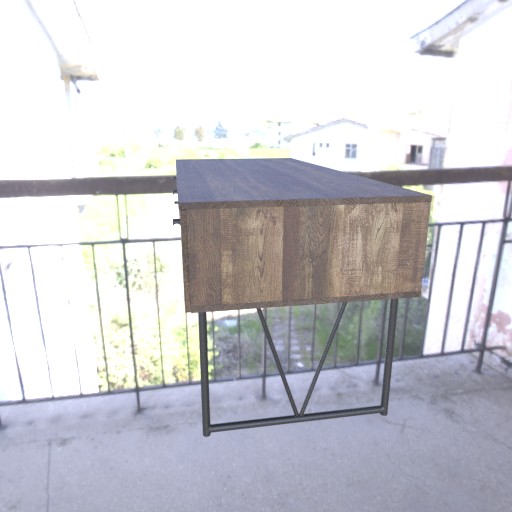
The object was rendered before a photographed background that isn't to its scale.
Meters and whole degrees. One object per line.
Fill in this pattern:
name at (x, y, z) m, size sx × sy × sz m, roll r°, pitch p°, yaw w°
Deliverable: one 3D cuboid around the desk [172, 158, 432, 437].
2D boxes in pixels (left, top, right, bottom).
desk at (0.000, 0.000, 2.060) m, size 0.730 × 0.780 × 1.600 m, roll -3°, pitch 17°, yaw -10°
